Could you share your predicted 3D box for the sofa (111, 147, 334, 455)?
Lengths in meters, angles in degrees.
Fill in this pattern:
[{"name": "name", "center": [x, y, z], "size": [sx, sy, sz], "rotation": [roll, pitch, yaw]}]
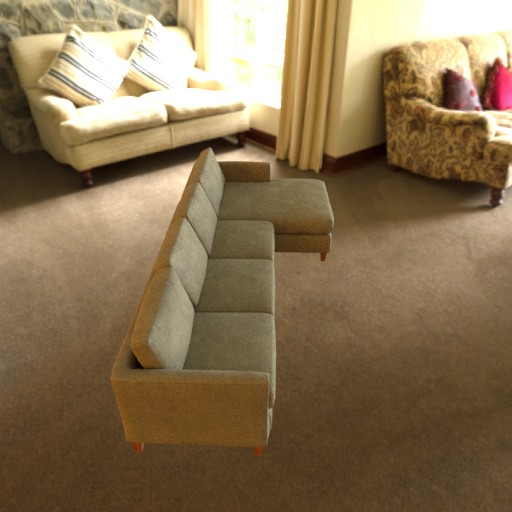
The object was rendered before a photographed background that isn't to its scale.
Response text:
[{"name": "sofa", "center": [0.000, 0.000, 4.078], "size": [1.604, 0.950, 3.471], "rotation": [1, 33, 1]}]
